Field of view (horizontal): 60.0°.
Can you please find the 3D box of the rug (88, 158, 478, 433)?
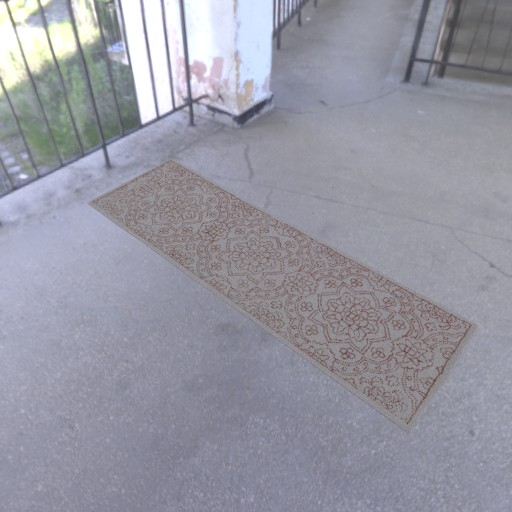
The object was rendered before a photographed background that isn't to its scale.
[{"bbox_3d":[0.000,0.000,2.690,2.448,0.012,0.769,32,53,28],"label":"rug"}]
